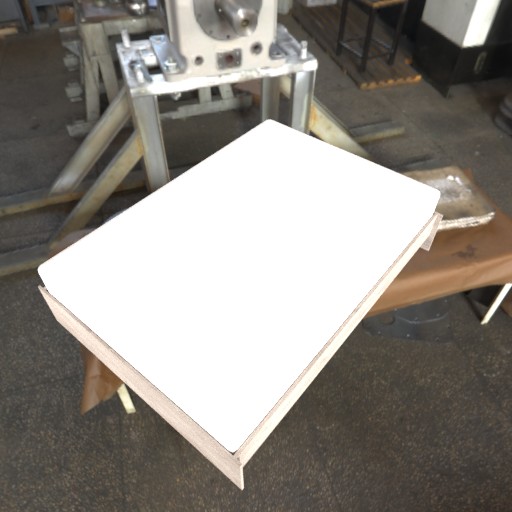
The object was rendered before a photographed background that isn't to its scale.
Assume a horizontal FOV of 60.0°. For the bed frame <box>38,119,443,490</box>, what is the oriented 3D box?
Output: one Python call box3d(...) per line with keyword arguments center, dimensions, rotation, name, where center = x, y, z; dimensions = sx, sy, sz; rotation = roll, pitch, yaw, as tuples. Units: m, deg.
box3d(center=(0.000, 0.000, 2.637), dimensions=(1.445, 0.497, 1.945), rotation=(31, 54, 26), name="bed frame")
